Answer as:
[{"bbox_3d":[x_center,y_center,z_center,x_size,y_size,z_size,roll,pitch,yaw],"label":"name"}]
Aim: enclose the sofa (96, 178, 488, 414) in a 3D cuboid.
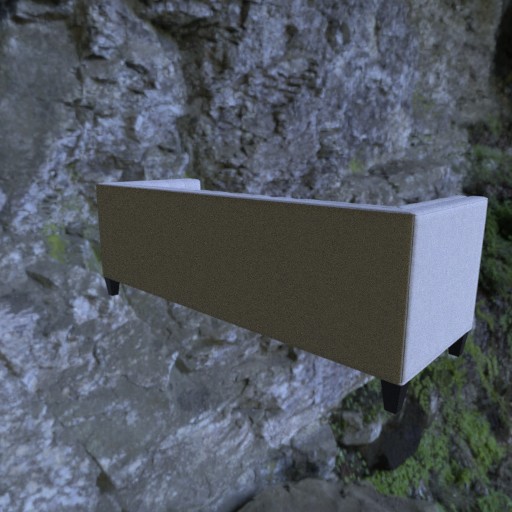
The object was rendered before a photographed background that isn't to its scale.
[{"bbox_3d":[0.000,0.000,2.526,2.159,0.762,0.775,12,18,42],"label":"sofa"}]
